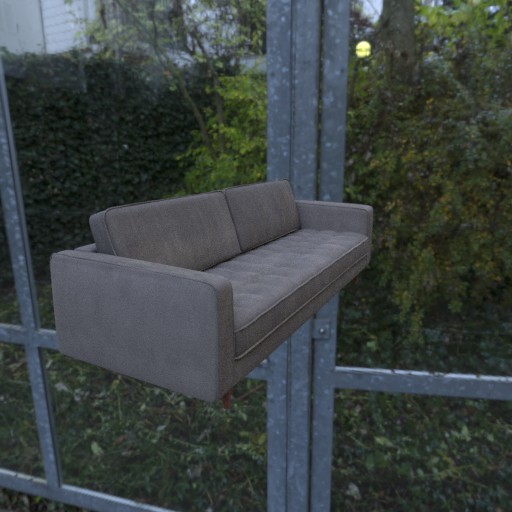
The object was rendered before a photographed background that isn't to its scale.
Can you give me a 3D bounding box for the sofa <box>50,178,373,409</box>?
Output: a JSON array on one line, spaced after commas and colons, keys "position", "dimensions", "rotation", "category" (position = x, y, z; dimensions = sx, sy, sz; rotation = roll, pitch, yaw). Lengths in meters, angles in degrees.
[{"position": [0.000, 0.000, 2.766], "dimensions": [0.923, 0.813, 2.295], "rotation": [8, 17, 27], "category": "sofa"}]
